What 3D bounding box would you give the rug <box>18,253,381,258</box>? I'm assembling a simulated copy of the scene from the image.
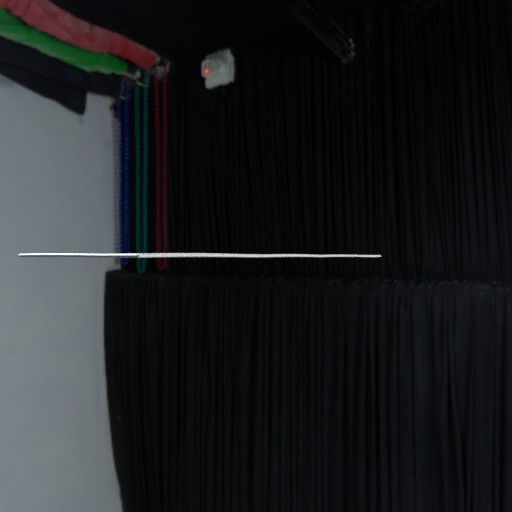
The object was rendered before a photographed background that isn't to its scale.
[{"bbox_3d":[0.000,0.000,2.349,0.645,0.015,2.182,0,0,34],"label":"rug"}]
